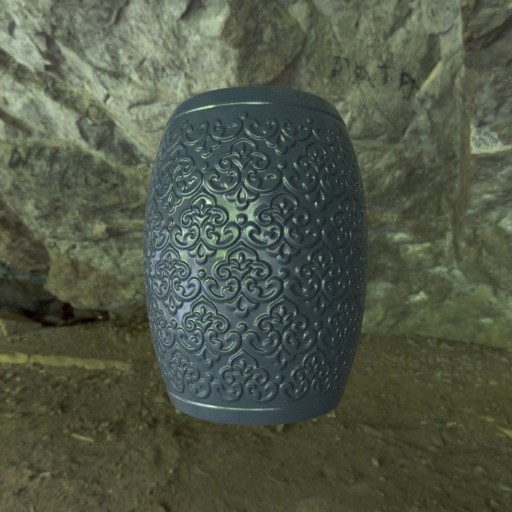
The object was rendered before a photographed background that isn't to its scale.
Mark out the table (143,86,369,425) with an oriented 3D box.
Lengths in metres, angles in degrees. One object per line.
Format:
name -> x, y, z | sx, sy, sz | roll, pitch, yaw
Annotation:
table -> 0.000, 0.000, 0.627 | 0.309, 0.397, 0.309 | 0, -1, 0
